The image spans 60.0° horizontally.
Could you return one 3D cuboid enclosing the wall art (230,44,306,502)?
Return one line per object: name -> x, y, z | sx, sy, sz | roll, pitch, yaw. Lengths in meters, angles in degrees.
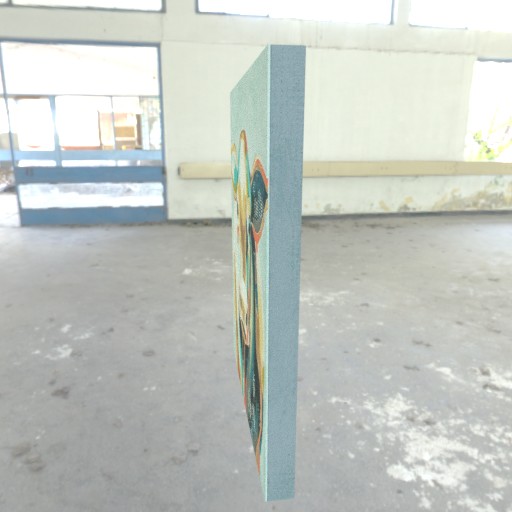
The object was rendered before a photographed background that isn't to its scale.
wall art -> 0.000, 0.000, 0.671 | 0.037, 0.509, 0.409 | -2, 15, -8
